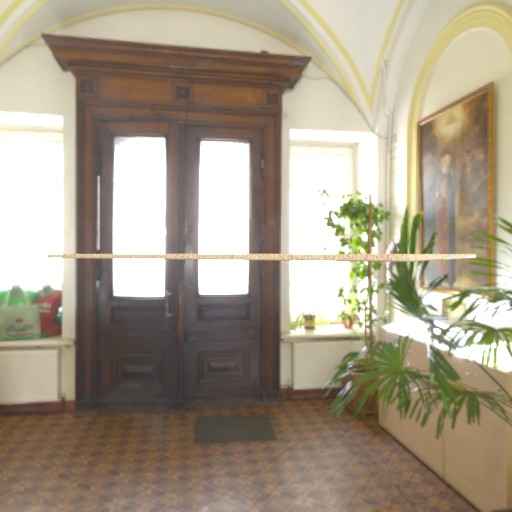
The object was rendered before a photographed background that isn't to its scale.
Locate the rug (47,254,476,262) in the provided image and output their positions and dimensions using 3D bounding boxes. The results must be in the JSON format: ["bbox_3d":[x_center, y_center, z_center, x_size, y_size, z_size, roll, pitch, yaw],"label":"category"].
[{"bbox_3d":[0.000,0.000,2.845,2.349,0.026,1.500,0,0,35],"label":"rug"}]
